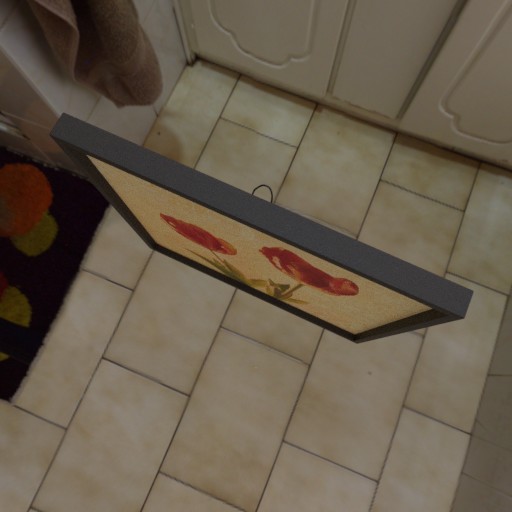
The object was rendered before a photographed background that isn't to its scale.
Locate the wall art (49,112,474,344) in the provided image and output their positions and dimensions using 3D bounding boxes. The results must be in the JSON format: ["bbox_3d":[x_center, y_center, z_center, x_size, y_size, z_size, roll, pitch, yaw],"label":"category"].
[{"bbox_3d":[0.000,0.000,0.511,0.349,0.349,0.038,24,77,6],"label":"wall art"}]
